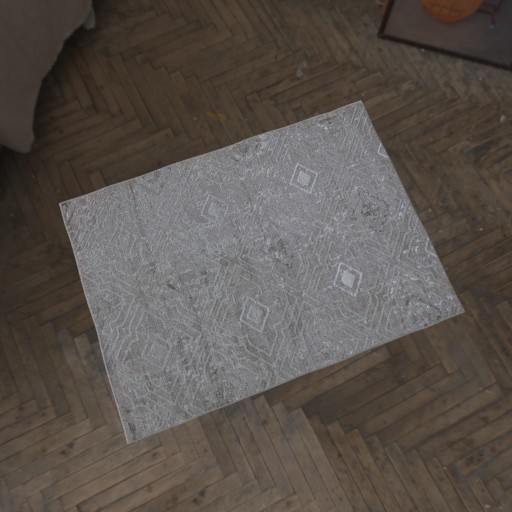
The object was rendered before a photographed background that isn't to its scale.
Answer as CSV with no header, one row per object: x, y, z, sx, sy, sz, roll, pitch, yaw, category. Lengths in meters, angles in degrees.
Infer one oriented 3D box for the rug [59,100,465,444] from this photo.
0.000,0.000,4.362,3.359,0.020,2.448,-20,77,-5,rug
